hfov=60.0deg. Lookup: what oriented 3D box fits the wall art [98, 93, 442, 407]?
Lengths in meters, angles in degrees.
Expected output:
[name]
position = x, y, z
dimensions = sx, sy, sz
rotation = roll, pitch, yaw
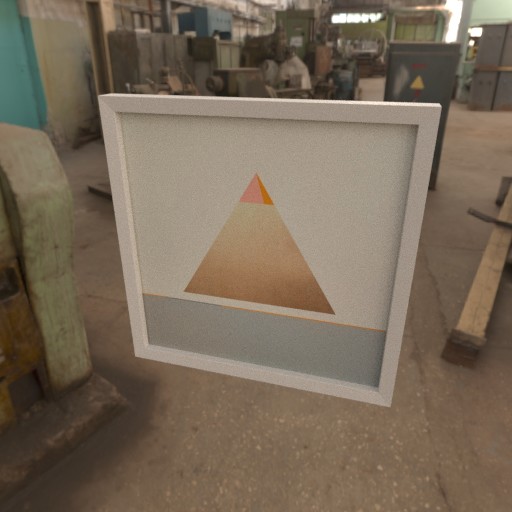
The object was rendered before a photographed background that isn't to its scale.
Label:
[wall art]
position = 0.000, 0.000, 1.926
dimensions = 1.289, 1.291, 0.098
rotation = 7, 26, 15
